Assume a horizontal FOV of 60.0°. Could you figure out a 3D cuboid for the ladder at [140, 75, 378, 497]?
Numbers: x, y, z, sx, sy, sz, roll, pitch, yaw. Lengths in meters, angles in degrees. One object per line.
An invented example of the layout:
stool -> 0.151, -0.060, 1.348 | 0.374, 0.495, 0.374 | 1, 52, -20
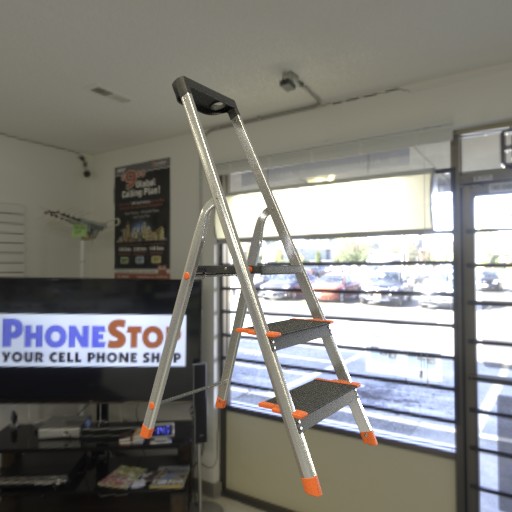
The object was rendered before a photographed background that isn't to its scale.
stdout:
ladder -> 0.000, 0.000, 1.491 | 0.686, 1.229, 0.416 | -1, -2, 36
